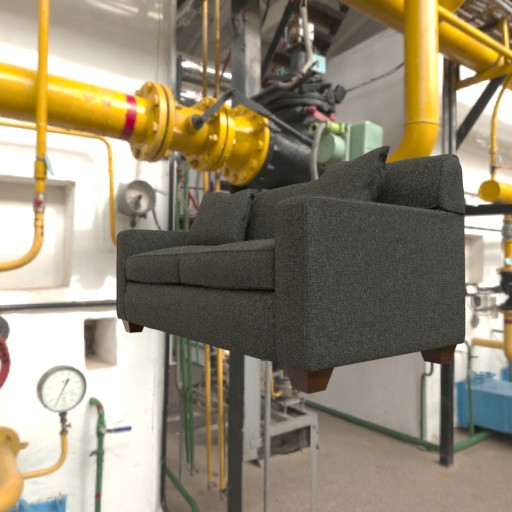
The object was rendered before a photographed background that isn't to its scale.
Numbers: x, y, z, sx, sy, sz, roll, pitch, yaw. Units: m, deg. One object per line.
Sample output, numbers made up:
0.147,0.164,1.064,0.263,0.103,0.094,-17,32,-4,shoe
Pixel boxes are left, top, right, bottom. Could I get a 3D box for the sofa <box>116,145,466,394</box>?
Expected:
0.000,0.000,2.414,0.998,0.958,1.846,1,-2,-36,sofa
